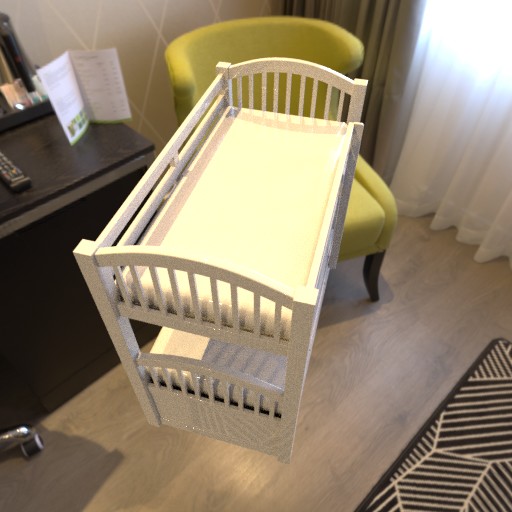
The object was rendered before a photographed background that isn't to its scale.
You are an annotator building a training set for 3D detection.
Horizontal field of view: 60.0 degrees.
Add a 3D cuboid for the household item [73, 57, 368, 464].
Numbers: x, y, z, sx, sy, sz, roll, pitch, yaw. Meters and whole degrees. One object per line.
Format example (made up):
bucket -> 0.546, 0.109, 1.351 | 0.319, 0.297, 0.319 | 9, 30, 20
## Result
household item -> 0.000, 0.000, 3.226 | 1.143, 2.032, 2.032 | 12, 48, 11
